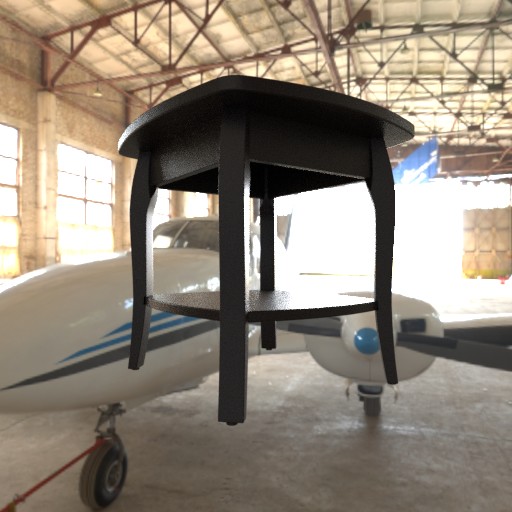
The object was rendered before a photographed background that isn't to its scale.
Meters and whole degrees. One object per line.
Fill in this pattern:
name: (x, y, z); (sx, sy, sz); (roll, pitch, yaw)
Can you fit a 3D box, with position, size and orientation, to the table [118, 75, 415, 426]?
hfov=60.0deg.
table: (0.000, 0.000, 0.847); (0.457, 0.457, 0.508); (0, -1, -35)
